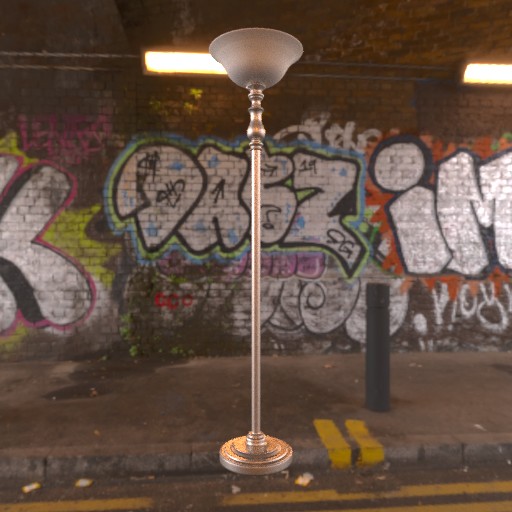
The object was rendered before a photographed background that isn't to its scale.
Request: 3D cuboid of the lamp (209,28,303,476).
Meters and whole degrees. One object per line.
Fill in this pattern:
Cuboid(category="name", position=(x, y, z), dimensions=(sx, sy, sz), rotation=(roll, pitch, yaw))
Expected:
Cuboid(category="lamp", position=(0.000, 0.000, 1.921), dimensions=(0.405, 1.771, 0.405), rotation=(0, 0, 35))
